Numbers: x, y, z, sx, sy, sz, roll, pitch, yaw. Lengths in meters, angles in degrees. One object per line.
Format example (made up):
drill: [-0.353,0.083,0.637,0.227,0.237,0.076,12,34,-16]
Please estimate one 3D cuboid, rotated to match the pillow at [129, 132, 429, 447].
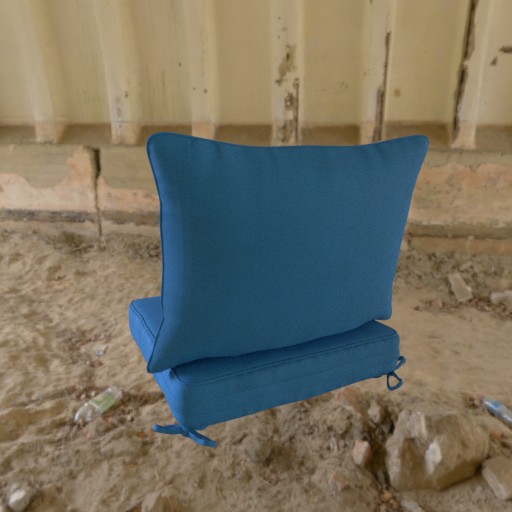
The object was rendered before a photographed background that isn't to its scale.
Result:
pillow: [0.000,0.000,1.368,0.798,0.725,0.733,-7,16,-25]
